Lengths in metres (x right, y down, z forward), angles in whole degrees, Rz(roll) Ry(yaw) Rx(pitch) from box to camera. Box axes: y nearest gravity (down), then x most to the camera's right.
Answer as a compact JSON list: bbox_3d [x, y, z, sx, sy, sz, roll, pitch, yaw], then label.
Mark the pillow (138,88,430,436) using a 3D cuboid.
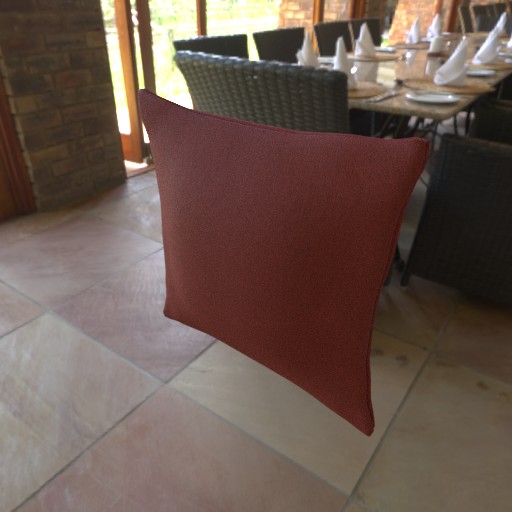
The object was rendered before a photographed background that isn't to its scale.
[{"bbox_3d":[0.000,0.000,0.639,0.435,0.416,0.151,22,37,33],"label":"pillow"}]
